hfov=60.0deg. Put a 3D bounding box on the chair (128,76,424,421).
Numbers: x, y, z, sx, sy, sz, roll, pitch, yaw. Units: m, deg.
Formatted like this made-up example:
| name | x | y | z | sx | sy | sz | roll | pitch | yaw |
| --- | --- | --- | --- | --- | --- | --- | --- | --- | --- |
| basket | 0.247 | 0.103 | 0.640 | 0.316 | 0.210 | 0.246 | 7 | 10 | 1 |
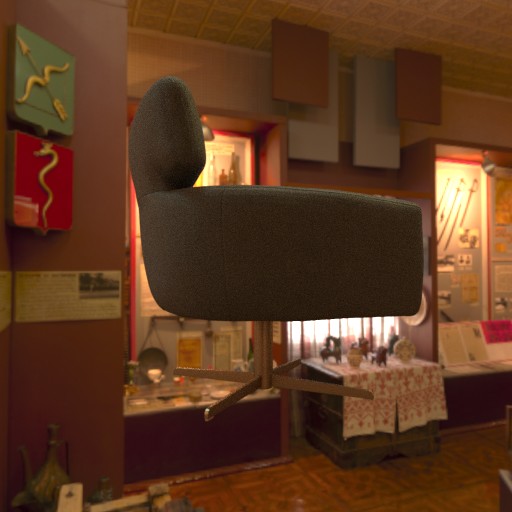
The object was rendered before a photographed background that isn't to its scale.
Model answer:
| name | x | y | z | sx | sy | sz | roll | pitch | yaw |
| --- | --- | --- | --- | --- | --- | --- | --- | --- | --- |
| chair | 0.000 | 0.000 | 1.376 | 0.761 | 0.813 | 0.738 | 1 | -2 | -20 |
